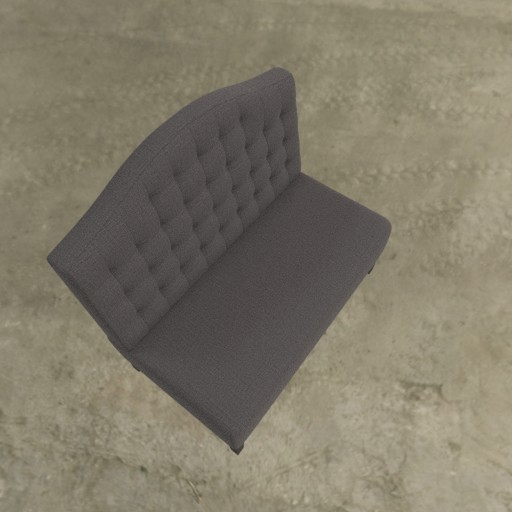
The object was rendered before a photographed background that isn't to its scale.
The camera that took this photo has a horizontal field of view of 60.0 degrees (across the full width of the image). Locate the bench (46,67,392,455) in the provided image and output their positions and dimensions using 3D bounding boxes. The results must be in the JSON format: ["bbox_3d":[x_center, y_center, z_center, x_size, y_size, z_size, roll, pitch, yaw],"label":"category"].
[{"bbox_3d":[0.000,0.000,2.011,0.815,1.180,1.335,33,63,19],"label":"bench"}]
